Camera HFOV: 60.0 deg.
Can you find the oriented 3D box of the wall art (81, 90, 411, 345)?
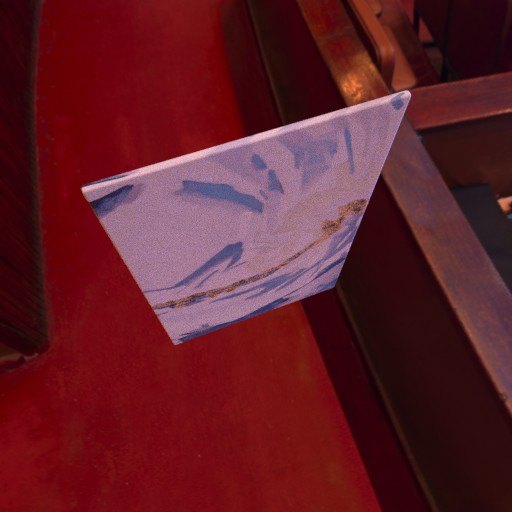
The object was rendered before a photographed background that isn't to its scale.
[{"bbox_3d":[0.000,0.000,1.177,0.610,0.914,0.016,-19,65,-9],"label":"wall art"}]
